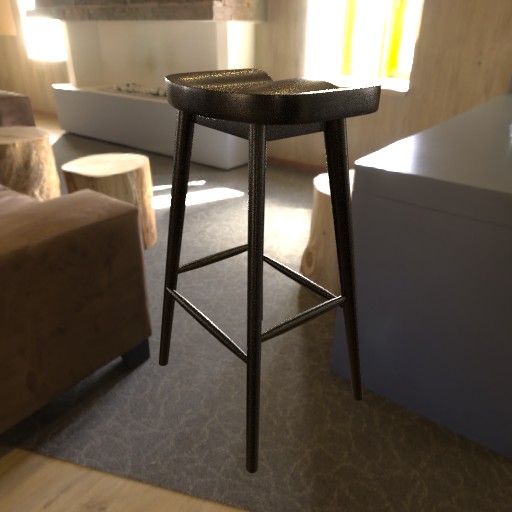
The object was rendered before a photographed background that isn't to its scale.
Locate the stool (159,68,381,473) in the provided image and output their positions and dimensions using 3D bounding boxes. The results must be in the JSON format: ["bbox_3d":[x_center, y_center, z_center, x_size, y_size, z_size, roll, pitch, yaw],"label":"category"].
[{"bbox_3d":[0.000,0.000,1.007,0.361,0.749,0.440,-19,34,-32],"label":"stool"}]
